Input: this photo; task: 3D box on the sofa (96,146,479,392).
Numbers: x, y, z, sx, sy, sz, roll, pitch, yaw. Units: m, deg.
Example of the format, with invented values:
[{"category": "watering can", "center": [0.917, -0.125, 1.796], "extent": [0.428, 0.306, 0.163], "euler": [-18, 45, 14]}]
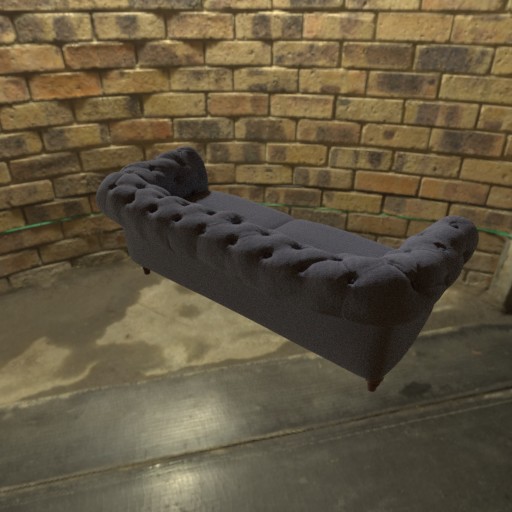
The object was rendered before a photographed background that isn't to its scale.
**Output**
[{"category": "sofa", "center": [0.000, 0.000, 2.831], "extent": [2.335, 0.836, 1.046], "euler": [22, 37, 32]}]
